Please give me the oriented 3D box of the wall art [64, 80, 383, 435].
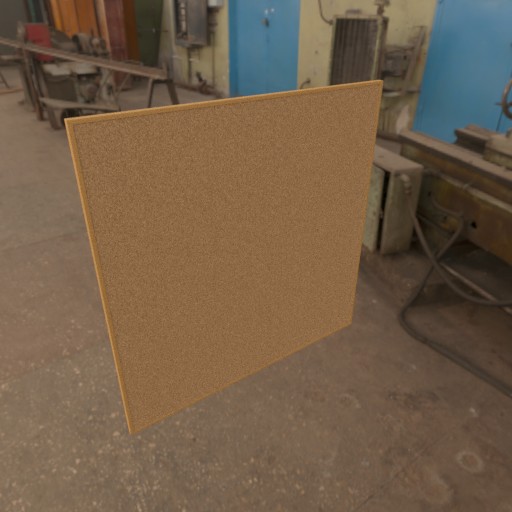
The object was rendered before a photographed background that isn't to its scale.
[{"bbox_3d":[0.000,0.000,0.950,0.657,0.655,0.014,-19,35,-30],"label":"wall art"}]
